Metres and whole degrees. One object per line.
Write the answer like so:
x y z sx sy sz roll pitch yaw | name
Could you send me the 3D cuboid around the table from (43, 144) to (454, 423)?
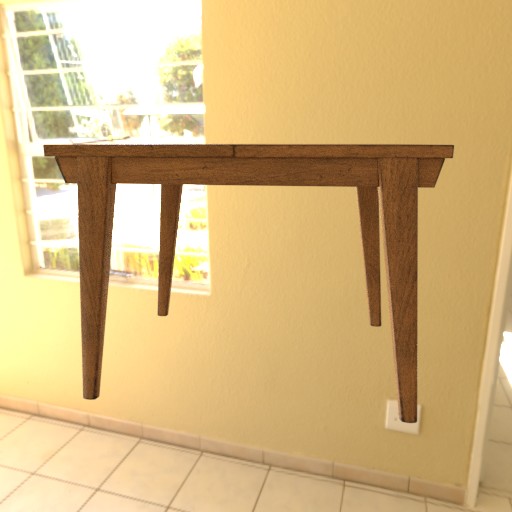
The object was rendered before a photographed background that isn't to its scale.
0.000 0.000 1.554 1.027 0.760 0.757 2 14 7 | table
